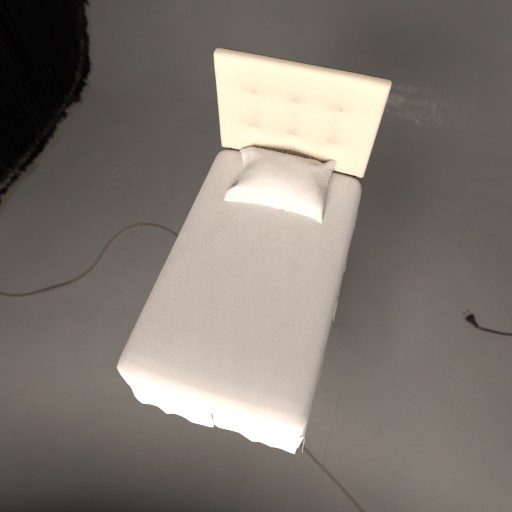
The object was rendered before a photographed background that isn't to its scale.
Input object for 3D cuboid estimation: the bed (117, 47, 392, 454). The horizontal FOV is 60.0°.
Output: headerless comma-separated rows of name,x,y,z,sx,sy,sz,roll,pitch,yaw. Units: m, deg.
bed,0.000,0.000,2.940,1.261,1.571,1.997,15,60,9
